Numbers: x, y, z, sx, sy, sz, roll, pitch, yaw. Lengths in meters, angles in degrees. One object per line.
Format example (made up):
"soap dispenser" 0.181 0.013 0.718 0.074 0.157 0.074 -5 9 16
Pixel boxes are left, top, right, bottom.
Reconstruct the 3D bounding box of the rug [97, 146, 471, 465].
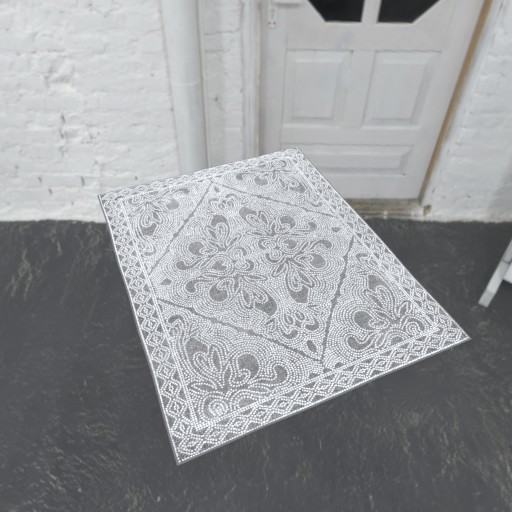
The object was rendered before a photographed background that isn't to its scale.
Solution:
"rug" 0.000 0.000 4.143 2.438 0.012 3.048 -17 48 -16
